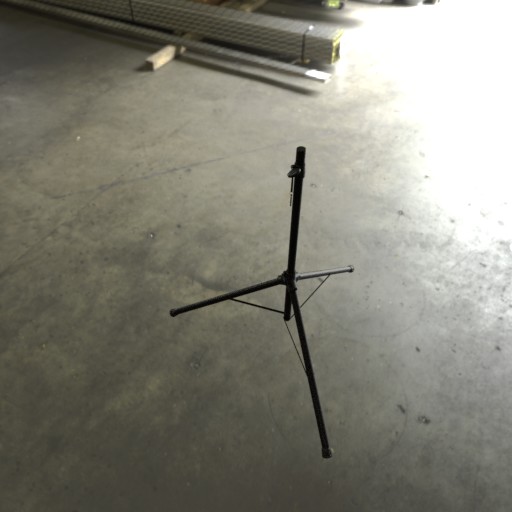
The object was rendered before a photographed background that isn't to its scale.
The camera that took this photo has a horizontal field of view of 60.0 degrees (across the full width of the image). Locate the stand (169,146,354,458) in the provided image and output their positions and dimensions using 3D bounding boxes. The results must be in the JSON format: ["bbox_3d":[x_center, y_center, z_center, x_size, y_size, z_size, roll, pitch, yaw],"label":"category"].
[{"bbox_3d":[0.000,0.000,2.720,1.339,1.595,1.596,11,47,10],"label":"stand"}]
